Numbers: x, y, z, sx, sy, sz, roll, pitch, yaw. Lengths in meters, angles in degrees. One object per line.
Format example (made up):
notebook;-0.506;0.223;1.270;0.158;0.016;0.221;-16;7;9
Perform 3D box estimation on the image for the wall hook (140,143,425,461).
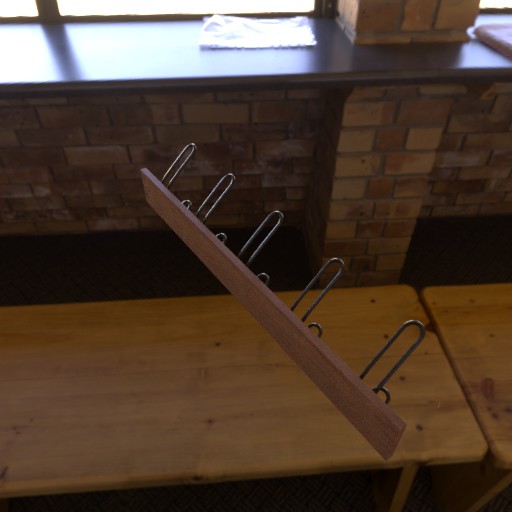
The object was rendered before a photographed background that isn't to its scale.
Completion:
wall hook;0.000;0.000;0.592;0.076;0.116;0.554;-26;48;-26
